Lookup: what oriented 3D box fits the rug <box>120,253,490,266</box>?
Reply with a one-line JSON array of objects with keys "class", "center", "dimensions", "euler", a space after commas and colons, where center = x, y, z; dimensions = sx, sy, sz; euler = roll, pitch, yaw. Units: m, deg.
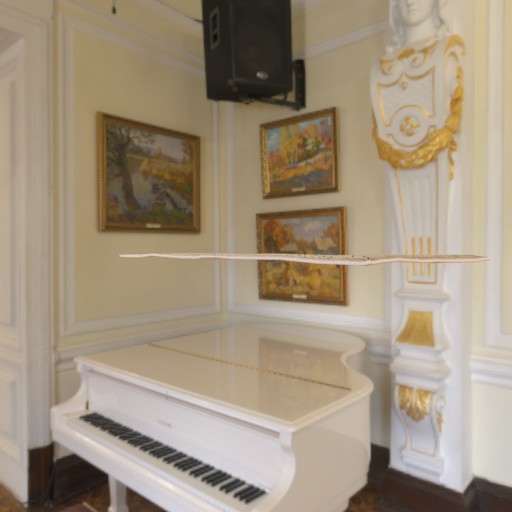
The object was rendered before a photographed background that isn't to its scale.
[{"class": "rug", "center": [0.000, 0.000, 2.673], "dimensions": [0.831, 0.036, 2.381], "euler": [-1, 1, -37]}]
